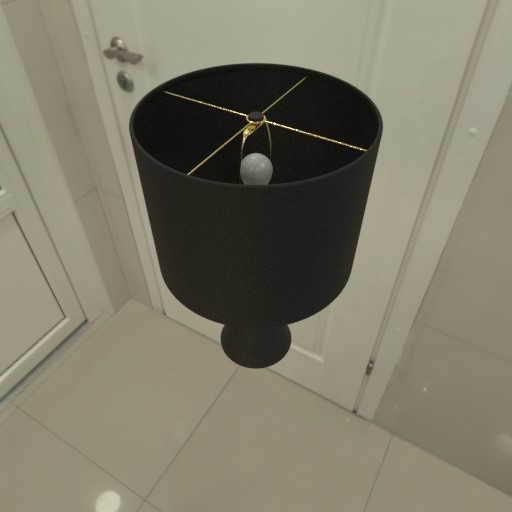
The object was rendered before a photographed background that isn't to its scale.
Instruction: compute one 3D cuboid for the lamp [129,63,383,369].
[{"bbox_3d":[0.000,0.000,0.844,0.359,0.584,0.359,23,49,21],"label":"lamp"}]
